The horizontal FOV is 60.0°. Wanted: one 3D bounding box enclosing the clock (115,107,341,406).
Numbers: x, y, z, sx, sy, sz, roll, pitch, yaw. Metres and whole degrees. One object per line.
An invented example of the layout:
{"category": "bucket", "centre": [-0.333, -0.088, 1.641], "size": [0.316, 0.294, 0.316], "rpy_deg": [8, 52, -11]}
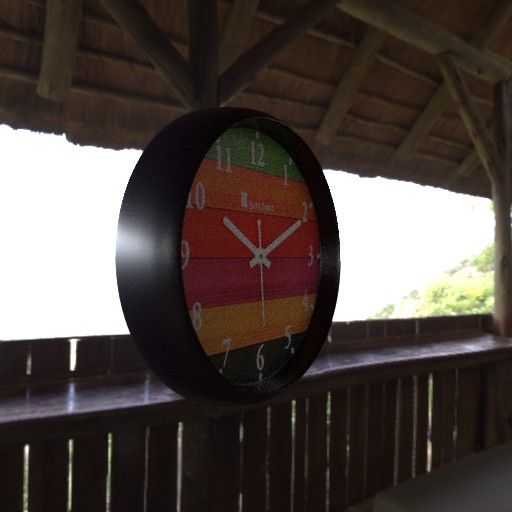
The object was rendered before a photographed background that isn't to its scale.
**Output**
{"category": "clock", "centre": [0.000, 0.000, 0.450], "size": [0.060, 0.300, 0.300], "rpy_deg": [-1, -2, 37]}
